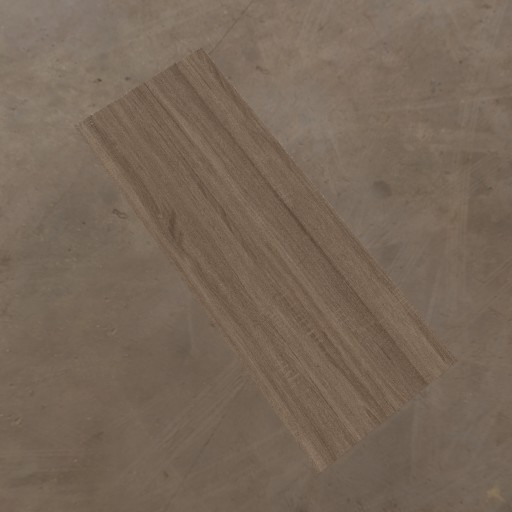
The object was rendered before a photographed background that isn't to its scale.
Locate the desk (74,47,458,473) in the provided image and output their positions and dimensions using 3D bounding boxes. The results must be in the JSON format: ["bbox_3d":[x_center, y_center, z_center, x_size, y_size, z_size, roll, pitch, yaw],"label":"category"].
[{"bbox_3d":[0.000,0.000,2.153,0.690,0.760,1.700,-35,79,-8],"label":"desk"}]
